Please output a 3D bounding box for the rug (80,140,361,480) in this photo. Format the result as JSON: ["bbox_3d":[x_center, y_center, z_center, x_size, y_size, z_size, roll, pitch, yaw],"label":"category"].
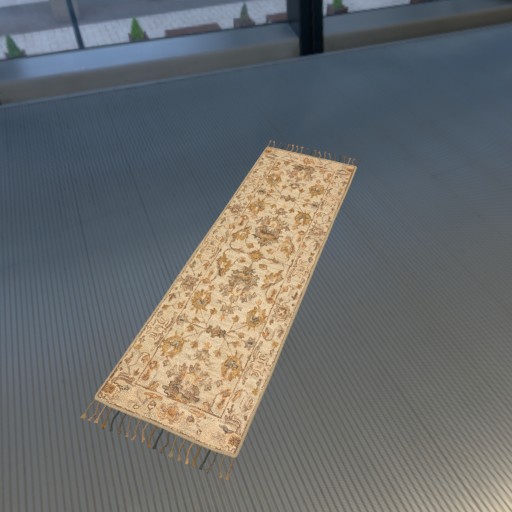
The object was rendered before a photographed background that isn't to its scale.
[{"bbox_3d":[0.000,0.000,2.662,0.729,0.021,2.438,16,49,15],"label":"rug"}]
